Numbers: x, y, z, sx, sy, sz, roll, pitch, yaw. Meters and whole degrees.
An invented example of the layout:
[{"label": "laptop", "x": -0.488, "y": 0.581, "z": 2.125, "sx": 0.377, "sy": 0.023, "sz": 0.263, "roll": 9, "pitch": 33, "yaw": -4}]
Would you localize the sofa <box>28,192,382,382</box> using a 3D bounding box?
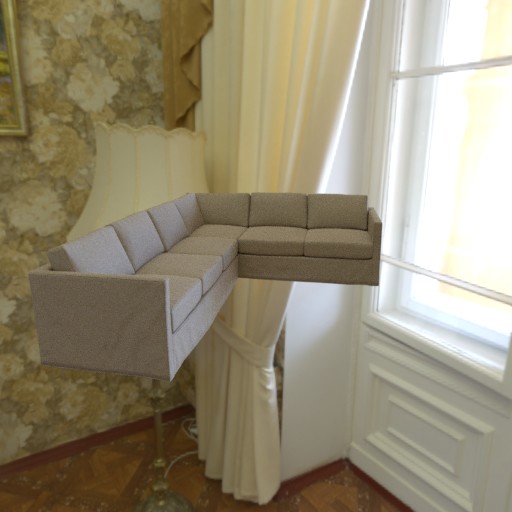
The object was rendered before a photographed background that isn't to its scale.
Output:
[{"label": "sofa", "x": 0.000, "y": 0.000, "z": 4.197, "sx": 2.432, "sy": 0.871, "sz": 3.182, "roll": 3, "pitch": 15, "yaw": 9}]
